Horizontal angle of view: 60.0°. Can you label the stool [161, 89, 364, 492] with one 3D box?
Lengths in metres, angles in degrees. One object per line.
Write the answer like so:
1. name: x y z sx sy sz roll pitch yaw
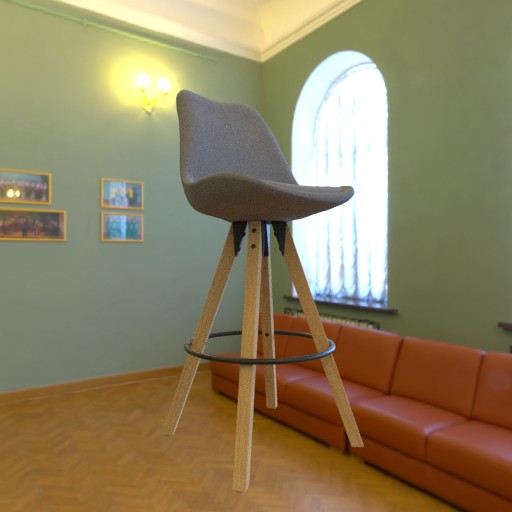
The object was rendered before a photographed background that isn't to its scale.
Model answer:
1. stool: 0.000 0.000 1.366 0.485 1.115 0.550 0 0 -36
